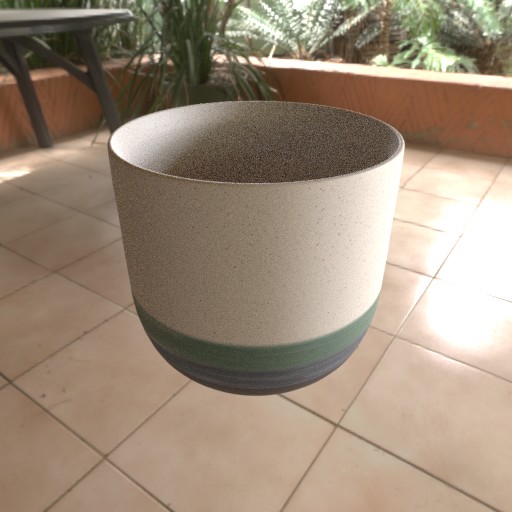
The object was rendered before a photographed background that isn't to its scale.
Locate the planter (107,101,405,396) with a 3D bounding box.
[{"bbox_3d":[0.000,0.000,0.480,0.268,0.270,0.268,0,31,0],"label":"planter"}]
